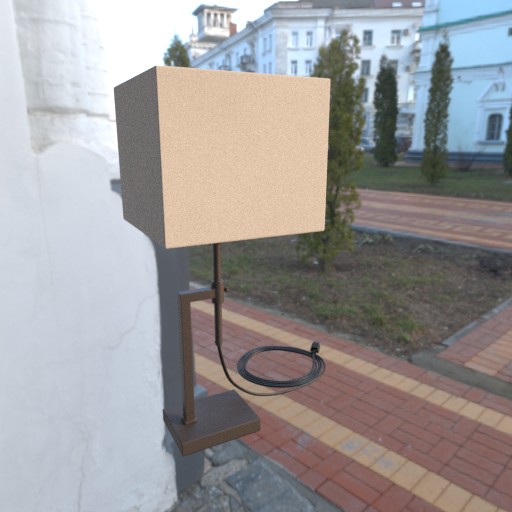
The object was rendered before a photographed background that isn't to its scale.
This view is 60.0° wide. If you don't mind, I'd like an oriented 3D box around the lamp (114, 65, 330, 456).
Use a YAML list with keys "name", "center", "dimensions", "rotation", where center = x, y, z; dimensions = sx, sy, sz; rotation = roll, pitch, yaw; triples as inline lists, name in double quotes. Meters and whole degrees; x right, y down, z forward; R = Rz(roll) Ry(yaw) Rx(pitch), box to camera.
- name: "lamp"
  center: [0.000, 0.000, 0.937]
  dimensions: [0.504, 0.660, 0.399]
  rotation: [-8, 16, -27]
